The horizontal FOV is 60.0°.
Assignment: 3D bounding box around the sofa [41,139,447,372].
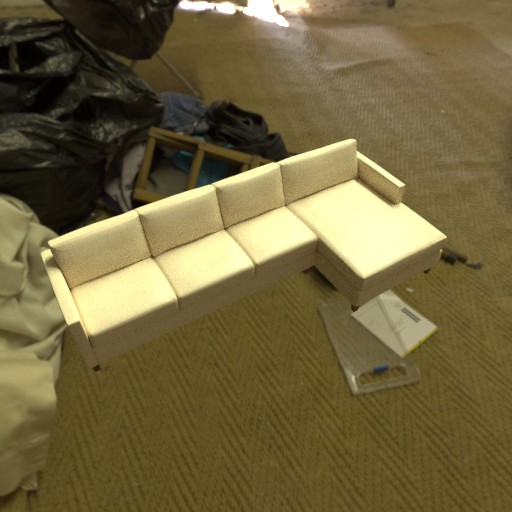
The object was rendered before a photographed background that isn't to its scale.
[{"bbox_3d":[0.000,0.000,4.196,3.471,0.954,1.603,-23,49,-22],"label":"sofa"}]
